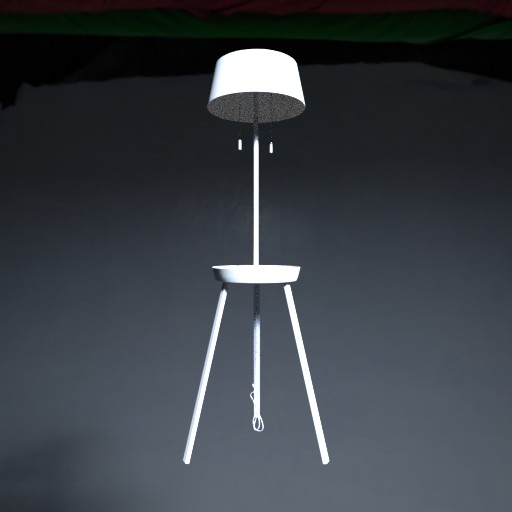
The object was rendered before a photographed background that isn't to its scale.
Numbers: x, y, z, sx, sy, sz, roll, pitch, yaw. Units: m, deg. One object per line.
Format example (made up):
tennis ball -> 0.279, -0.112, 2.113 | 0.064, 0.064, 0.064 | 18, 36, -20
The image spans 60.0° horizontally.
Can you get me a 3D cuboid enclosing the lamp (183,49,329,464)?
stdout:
lamp -> 0.000, 0.000, 1.717 | 0.508, 1.429, 0.468 | 0, 1, 0
